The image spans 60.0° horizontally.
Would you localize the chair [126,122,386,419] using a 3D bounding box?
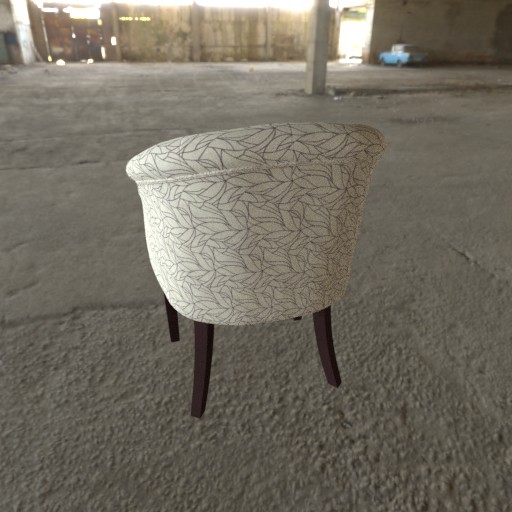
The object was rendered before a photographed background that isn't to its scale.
[{"bbox_3d":[0.000,0.000,1.336,0.686,0.858,0.613,-8,27,-15],"label":"chair"}]
